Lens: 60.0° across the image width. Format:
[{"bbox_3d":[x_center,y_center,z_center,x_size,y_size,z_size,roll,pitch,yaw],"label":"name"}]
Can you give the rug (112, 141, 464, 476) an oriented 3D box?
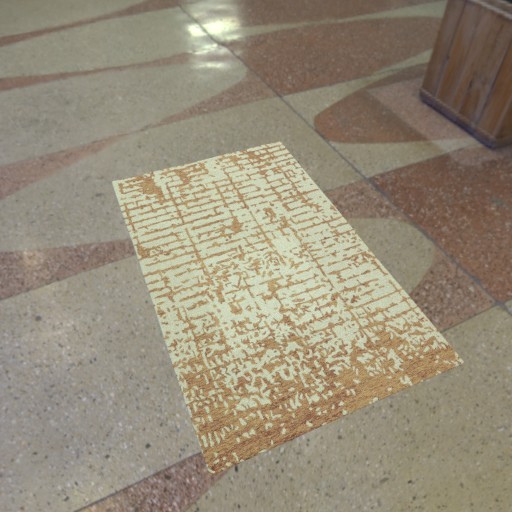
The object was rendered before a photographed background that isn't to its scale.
[{"bbox_3d":[0.000,0.000,3.055,1.517,0.011,2.435,-17,50,-15],"label":"rug"}]
